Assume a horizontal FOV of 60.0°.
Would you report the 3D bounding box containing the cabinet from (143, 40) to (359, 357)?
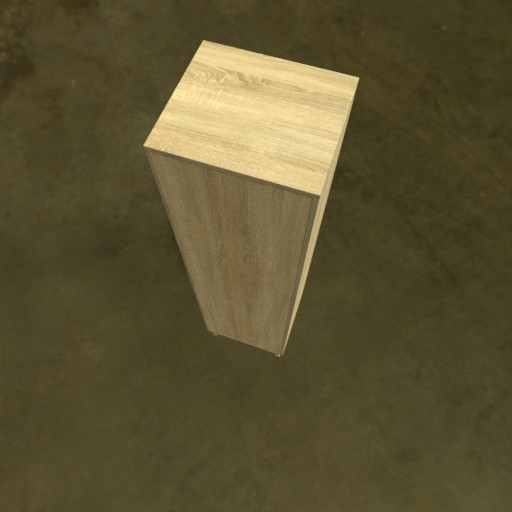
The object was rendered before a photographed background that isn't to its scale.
[{"bbox_3d":[0.000,0.000,2.174,0.510,1.960,0.450,17,66,8],"label":"cabinet"}]
